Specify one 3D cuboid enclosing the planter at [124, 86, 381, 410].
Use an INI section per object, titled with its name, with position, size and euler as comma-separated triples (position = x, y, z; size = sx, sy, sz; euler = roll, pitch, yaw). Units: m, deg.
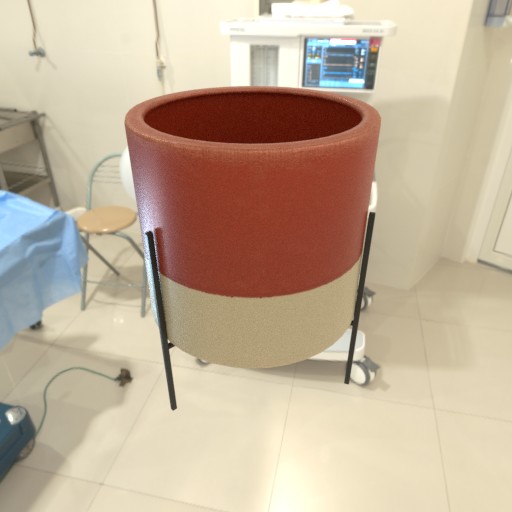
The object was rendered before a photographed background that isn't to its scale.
[planter]
position = 0.000, 0.000, 0.724
size = 0.354, 0.465, 0.345
euler = 10, 33, 16
